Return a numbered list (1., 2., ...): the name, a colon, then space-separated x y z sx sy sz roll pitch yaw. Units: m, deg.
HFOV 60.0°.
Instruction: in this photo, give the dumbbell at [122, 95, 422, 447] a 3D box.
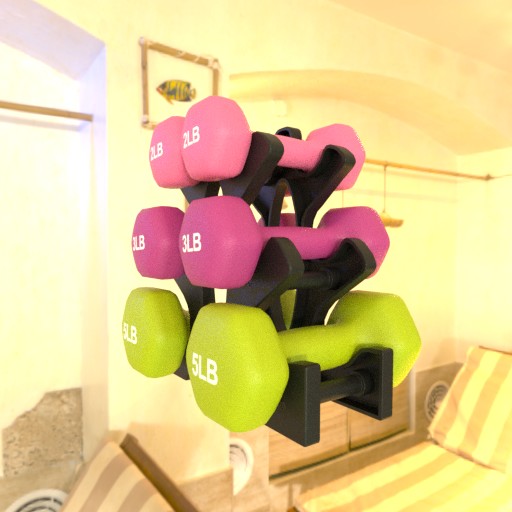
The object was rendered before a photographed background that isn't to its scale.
1. dumbbell: 0.000 0.000 0.437 0.203 0.261 0.257 -1 2 -35
